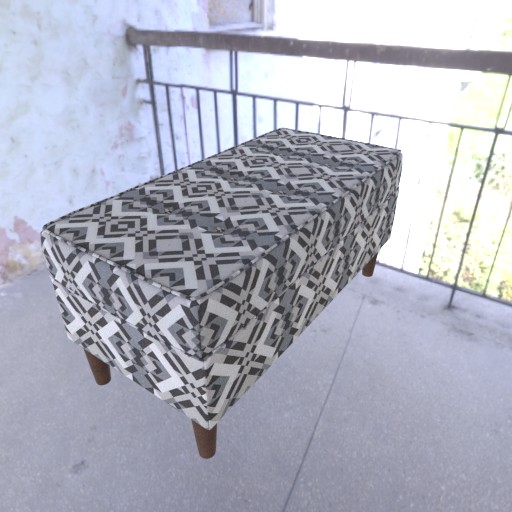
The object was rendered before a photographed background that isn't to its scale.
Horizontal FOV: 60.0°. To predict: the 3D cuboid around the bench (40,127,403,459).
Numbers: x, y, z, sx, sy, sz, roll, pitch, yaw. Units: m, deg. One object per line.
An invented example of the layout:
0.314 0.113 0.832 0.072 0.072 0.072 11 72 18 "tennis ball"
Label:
0.000 0.000 1.316 0.492 0.477 1.016 20 37 30 "bench"
